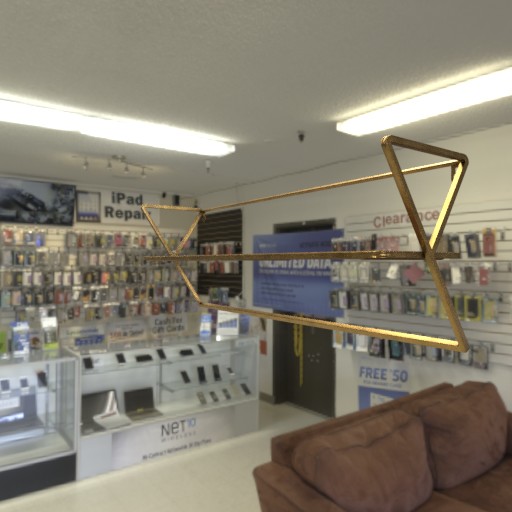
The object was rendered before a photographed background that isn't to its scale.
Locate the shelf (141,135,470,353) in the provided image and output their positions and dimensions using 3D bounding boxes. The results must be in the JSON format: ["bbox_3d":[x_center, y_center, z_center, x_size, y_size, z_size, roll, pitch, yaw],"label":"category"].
[{"bbox_3d":[0.000,0.000,0.734,0.150,0.229,0.645,1,-1,-35],"label":"shelf"}]
